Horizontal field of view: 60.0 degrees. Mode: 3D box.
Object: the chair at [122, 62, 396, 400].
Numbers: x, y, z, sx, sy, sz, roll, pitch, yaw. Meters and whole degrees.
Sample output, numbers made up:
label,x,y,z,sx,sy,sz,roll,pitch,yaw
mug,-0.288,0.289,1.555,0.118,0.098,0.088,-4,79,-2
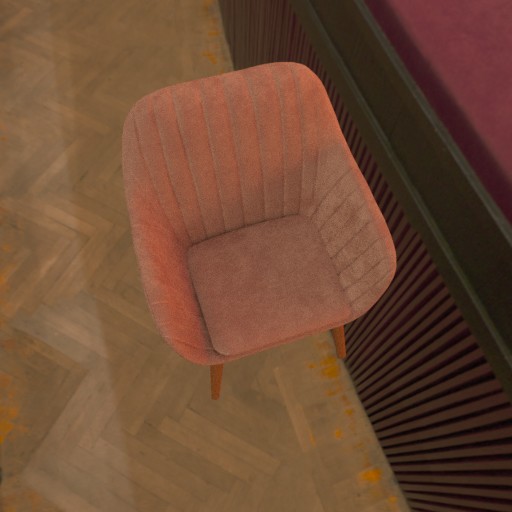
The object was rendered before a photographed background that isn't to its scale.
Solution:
label,x,y,z,sx,sy,sz,roll,pitch,yaw
chair,0.000,0.000,1.278,0.610,0.832,0.570,-16,65,-8
